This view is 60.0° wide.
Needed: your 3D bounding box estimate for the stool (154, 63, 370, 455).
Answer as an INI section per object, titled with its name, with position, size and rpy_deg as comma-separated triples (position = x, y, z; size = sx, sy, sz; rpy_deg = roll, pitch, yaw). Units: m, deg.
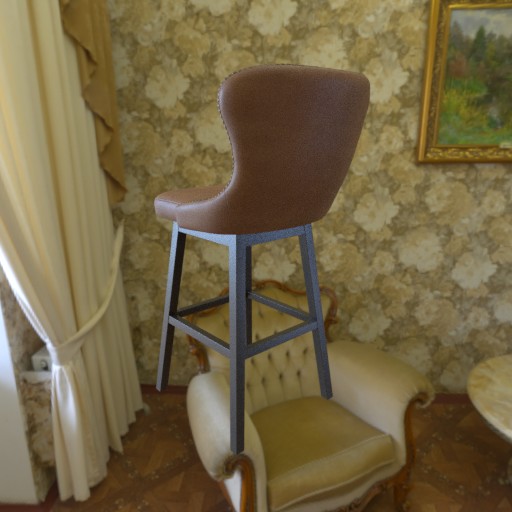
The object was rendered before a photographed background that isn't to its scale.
[stool]
position = 0.000, 0.000, 1.399
size = 0.528, 1.050, 0.601
rpy_deg = -14, 21, -40
